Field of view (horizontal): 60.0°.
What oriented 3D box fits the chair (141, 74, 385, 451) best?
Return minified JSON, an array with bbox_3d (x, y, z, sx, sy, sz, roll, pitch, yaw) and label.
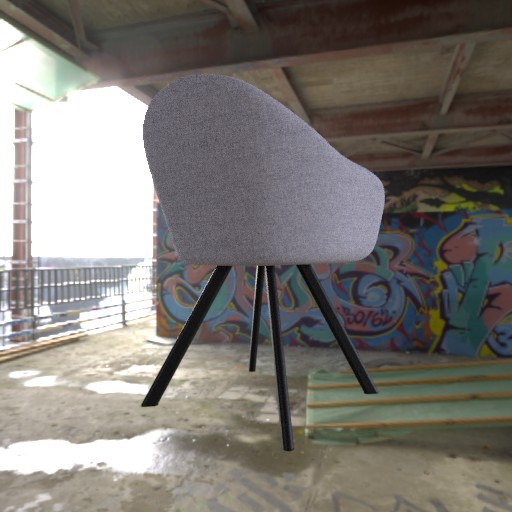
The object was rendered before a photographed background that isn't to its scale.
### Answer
[{"bbox_3d":[0.000,0.000,1.177,0.540,0.780,0.570,0,0,36],"label":"chair"}]
